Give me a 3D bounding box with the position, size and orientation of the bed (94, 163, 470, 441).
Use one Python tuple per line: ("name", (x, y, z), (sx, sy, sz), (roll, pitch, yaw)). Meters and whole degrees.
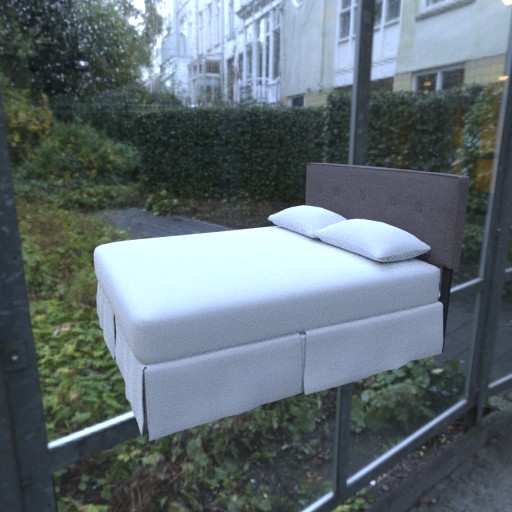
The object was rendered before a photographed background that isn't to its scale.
("bed", (0.000, 0.000, 2.876), (1.894, 1.089, 1.610), (-7, 17, -25))
